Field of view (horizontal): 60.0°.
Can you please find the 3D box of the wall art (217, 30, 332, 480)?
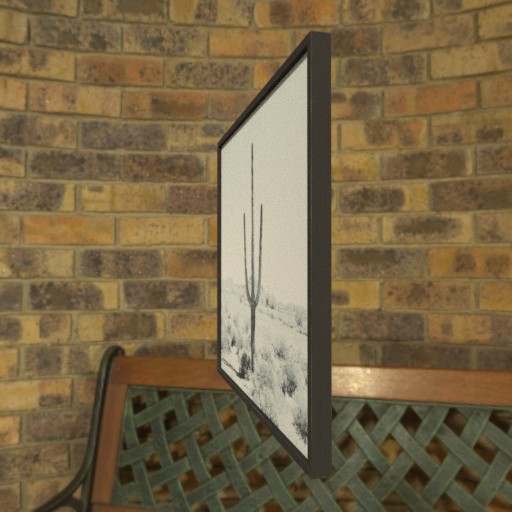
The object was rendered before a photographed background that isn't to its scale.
[{"bbox_3d":[0.000,0.000,1.120,0.038,0.762,0.762,0,-1,-17],"label":"wall art"}]
